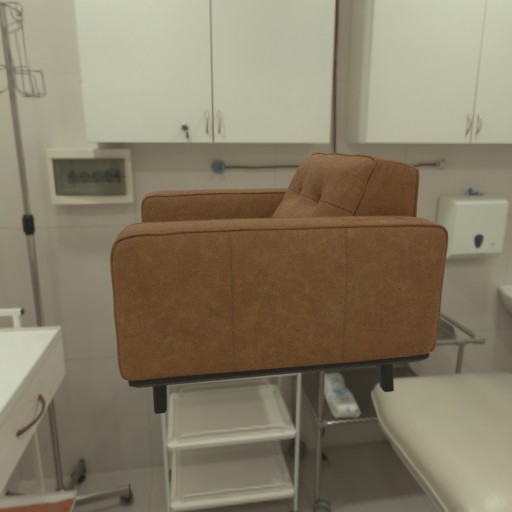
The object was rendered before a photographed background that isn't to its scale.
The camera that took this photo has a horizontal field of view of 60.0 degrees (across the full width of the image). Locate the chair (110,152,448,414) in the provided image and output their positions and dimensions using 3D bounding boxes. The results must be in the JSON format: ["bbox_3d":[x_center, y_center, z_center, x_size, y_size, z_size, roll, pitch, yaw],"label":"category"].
[{"bbox_3d":[0.000,0.000,1.733,0.952,0.782,1.118,-2,14,-9],"label":"chair"}]
